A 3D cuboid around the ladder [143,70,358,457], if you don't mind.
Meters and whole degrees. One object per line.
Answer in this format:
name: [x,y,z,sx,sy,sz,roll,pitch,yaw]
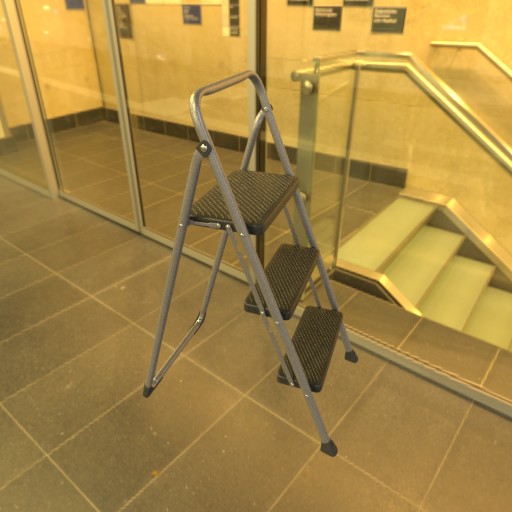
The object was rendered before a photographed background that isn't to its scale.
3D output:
ladder: [0.000,0.000,1.264,0.629,0.945,0.430,10,32,17]
